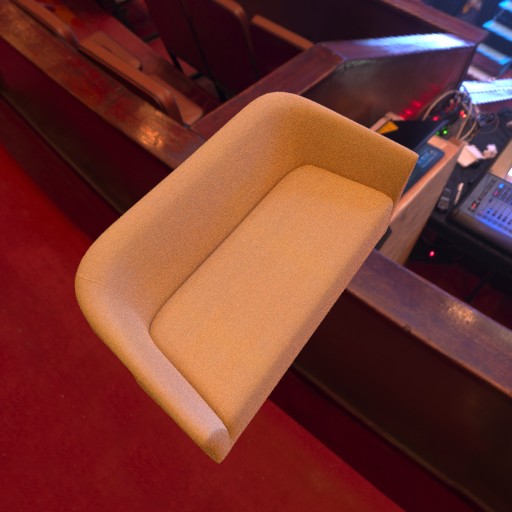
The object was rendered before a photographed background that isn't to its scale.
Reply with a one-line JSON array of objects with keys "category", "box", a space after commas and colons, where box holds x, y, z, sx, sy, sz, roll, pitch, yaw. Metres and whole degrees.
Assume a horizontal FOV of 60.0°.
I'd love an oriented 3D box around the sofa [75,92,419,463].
[{"category": "sofa", "box": [0.000, 0.000, 1.885, 0.705, 0.721, 1.452, 32, 63, 19]}]
